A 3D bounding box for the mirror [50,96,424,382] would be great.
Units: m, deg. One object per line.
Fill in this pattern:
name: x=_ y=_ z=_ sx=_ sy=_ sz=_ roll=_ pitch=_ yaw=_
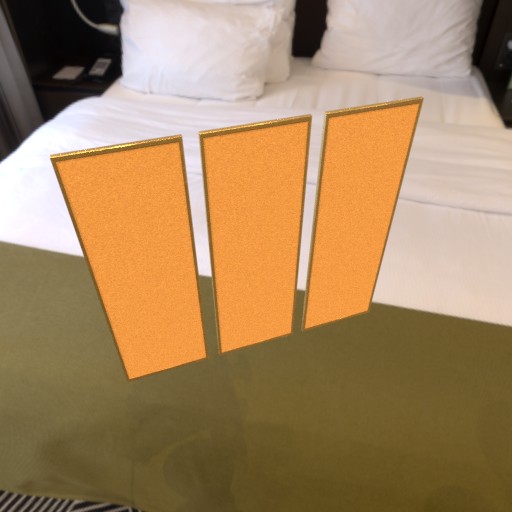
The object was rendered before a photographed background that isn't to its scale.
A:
mirror: x=0.000 y=0.000 z=1.457 sx=1.011 sy=0.926 sz=0.023 roll=-13 pitch=43 yaw=-14
